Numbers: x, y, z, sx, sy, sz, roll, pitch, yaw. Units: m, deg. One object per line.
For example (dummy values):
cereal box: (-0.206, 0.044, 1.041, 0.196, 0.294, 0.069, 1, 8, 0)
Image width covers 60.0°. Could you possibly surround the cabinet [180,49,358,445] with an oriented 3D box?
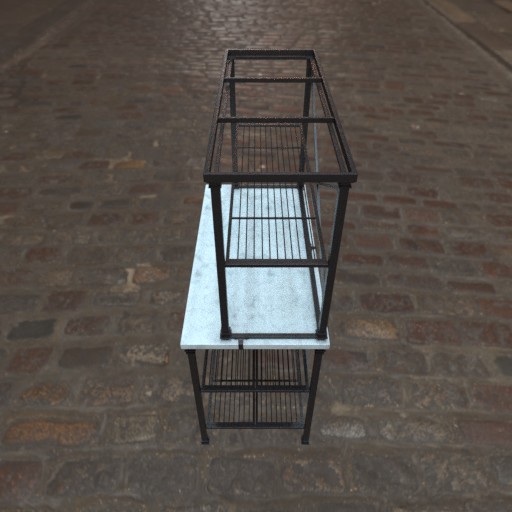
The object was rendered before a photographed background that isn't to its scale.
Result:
cabinet: (0.000, 0.000, 2.272, 0.610, 1.659, 1.210, 0, 41, 0)
